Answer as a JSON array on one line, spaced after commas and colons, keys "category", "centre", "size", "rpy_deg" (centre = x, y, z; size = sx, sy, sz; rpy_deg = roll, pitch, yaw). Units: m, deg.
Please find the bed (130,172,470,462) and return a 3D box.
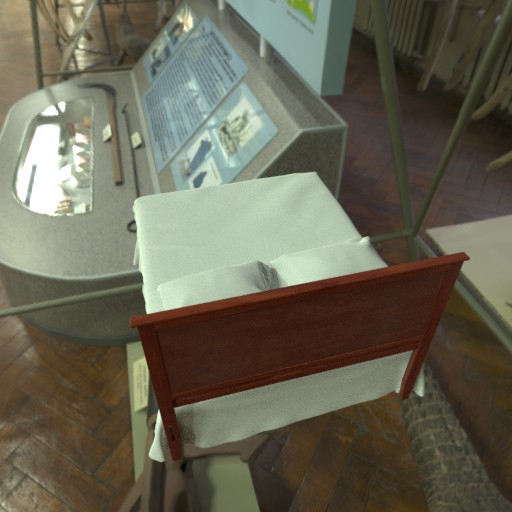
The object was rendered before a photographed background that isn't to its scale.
[{"category": "bed", "centre": [0.000, 0.000, 3.184], "size": [1.870, 1.270, 2.050], "rpy_deg": [-10, 42, -12]}]
